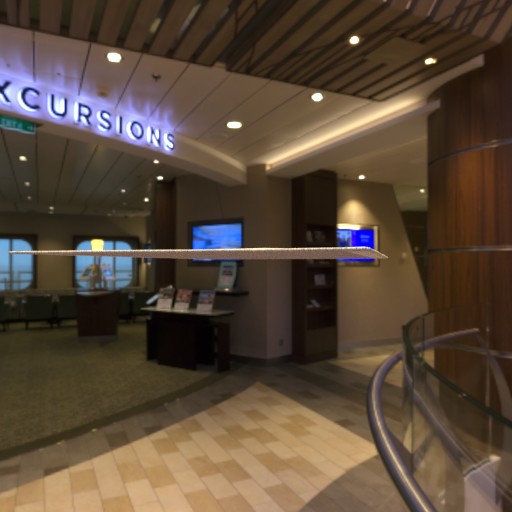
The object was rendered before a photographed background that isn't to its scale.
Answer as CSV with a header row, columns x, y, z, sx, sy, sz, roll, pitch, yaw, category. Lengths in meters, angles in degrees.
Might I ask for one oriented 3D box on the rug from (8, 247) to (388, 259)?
x,y,z,sx,sy,sz,roll,pitch,yaw,category
0.000,0.000,2.257,1.250,0.015,1.850,0,-1,18,rug
